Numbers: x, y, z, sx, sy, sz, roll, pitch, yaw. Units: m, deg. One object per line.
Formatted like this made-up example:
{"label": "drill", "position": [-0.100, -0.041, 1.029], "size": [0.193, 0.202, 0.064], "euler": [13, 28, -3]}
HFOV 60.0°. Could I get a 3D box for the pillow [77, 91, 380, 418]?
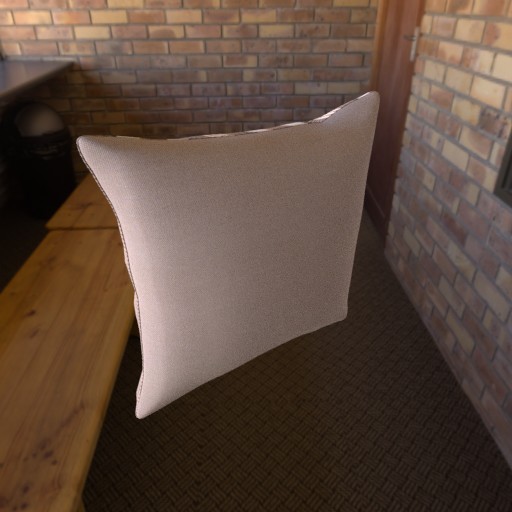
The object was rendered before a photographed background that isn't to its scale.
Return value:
{"label": "pillow", "position": [0.000, 0.000, 0.622], "size": [0.416, 0.401, 0.173], "euler": [-19, 35, -29]}
